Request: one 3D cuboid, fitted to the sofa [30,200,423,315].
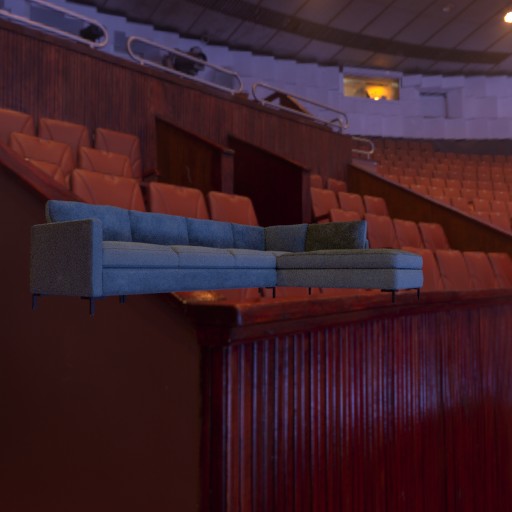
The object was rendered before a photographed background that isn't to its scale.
[{"bbox_3d":[0.000,0.000,3.226,1.707,0.687,2.486,-1,-2,36],"label":"sofa"}]
